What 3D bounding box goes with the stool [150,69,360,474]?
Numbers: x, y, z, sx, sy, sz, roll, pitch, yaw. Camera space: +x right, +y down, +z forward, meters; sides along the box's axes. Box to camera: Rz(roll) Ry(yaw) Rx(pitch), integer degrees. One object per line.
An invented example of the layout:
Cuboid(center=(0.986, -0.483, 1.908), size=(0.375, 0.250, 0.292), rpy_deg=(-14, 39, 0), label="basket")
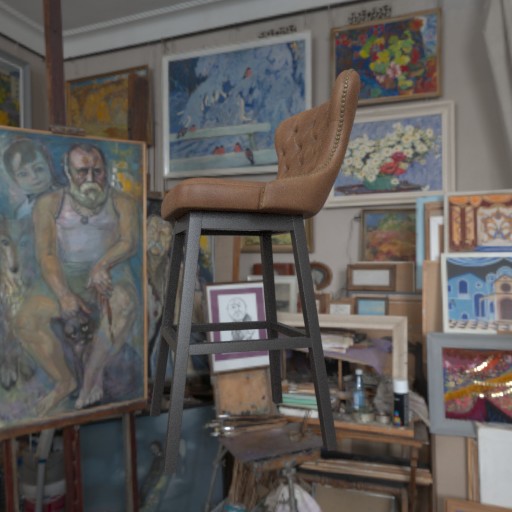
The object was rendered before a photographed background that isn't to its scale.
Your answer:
Cuboid(center=(0.000, 0.000, 1.365), size=(0.601, 1.050, 0.528), rpy_deg=(0, -1, -18), label="stool")
